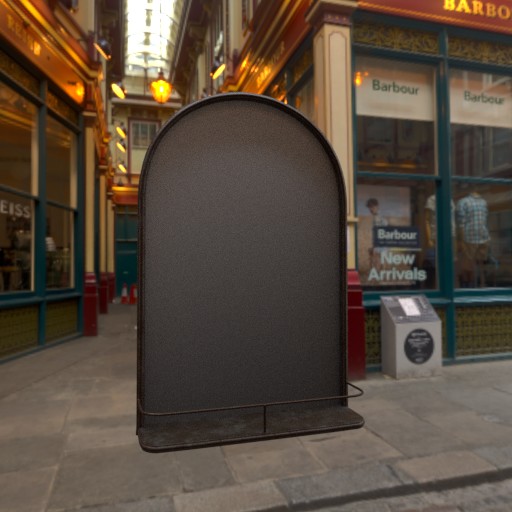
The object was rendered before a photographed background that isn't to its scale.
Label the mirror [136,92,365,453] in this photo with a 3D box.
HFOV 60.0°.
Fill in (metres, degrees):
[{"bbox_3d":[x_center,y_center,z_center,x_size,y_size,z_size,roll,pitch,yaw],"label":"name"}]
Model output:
[{"bbox_3d":[0.000,0.000,0.989,0.510,0.770,0.137,0,-1,-17],"label":"mirror"}]
